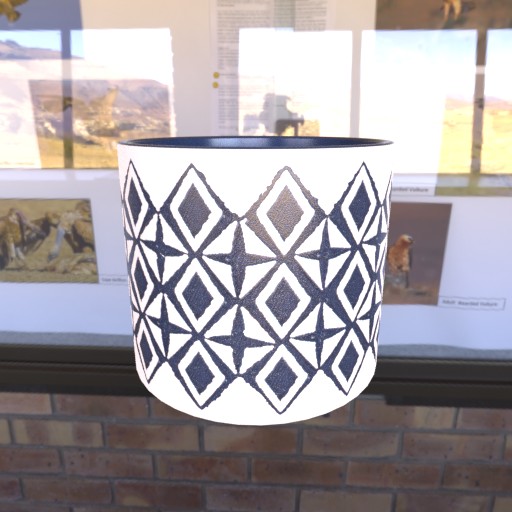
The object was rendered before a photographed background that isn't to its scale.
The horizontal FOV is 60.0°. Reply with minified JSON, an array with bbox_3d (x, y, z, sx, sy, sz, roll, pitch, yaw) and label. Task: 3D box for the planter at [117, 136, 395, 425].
[{"bbox_3d":[0.000,0.000,0.324,0.182,0.165,0.182,0,17,0],"label":"planter"}]
